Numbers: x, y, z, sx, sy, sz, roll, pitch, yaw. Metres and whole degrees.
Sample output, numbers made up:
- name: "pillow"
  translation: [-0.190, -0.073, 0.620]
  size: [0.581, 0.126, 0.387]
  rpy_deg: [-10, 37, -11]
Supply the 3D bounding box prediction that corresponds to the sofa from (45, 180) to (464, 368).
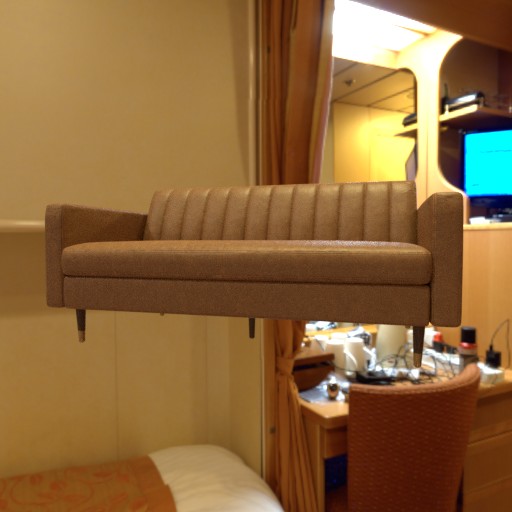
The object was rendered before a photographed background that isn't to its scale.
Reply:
- name: "sofa"
  translation: [0.000, 0.000, 2.278]
  size: [1.847, 0.821, 0.993]
  rpy_deg: [1, 2, 16]
